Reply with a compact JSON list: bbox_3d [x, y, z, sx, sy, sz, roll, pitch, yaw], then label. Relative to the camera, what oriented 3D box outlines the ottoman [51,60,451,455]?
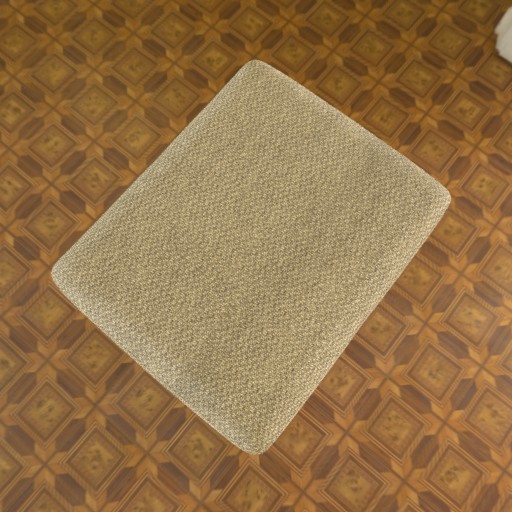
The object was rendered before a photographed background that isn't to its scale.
[{"bbox_3d":[0.000,0.000,1.140,0.603,0.476,0.751,38,78,9],"label":"ottoman"}]
